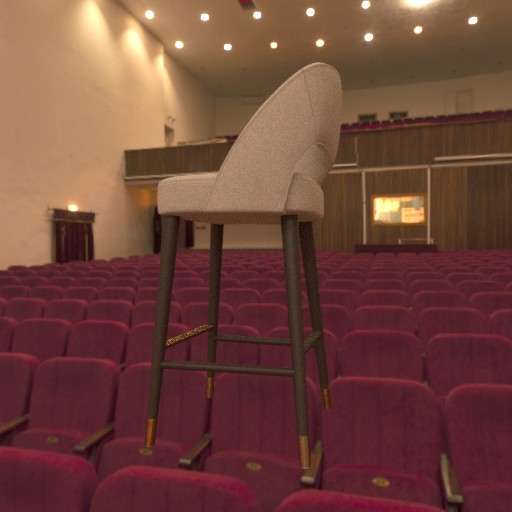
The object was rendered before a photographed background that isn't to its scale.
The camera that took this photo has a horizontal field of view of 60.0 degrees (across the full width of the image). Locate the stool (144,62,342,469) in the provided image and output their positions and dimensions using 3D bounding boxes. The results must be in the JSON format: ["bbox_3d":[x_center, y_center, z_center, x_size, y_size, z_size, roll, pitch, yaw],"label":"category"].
[{"bbox_3d":[0.000,0.000,1.348,0.509,1.037,0.494,0,0,16],"label":"stool"}]
